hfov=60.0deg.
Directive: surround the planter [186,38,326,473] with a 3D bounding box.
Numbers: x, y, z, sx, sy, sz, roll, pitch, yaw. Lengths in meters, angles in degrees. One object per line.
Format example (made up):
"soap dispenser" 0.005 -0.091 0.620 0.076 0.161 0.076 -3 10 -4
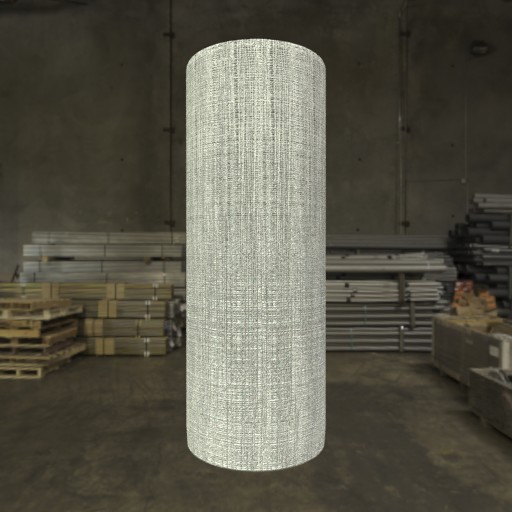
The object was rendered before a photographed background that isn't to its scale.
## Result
"planter" 0.000 0.000 0.322 0.100 0.270 0.100 0 0 0
